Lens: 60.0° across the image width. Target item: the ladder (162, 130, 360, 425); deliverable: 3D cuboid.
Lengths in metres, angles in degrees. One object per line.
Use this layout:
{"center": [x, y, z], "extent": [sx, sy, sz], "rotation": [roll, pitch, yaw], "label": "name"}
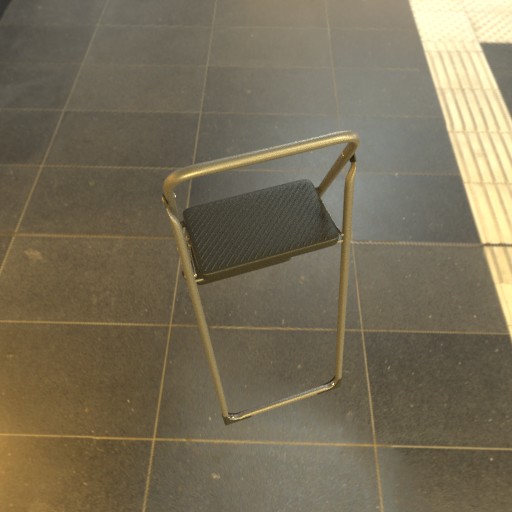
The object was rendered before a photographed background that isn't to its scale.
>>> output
{"center": [0.000, 0.000, 1.258], "extent": [0.430, 0.945, 0.629], "rotation": [-15, 58, -10], "label": "ladder"}
